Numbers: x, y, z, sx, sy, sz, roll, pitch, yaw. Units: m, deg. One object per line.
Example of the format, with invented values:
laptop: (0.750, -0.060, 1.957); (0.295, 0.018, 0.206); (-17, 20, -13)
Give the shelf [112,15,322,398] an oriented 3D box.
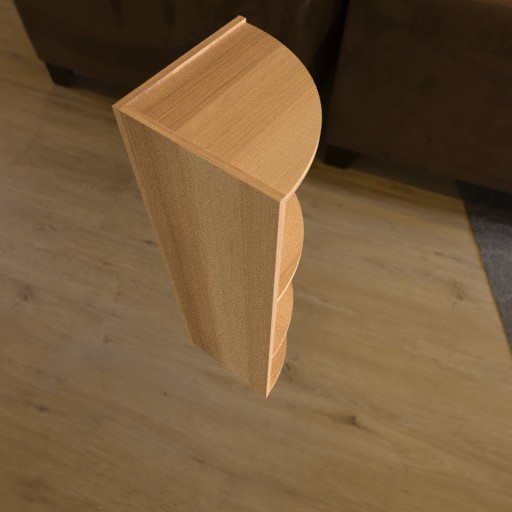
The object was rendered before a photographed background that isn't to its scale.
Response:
shelf: (0.000, 0.000, 1.006); (0.290, 0.872, 0.290); (32, 63, 19)
